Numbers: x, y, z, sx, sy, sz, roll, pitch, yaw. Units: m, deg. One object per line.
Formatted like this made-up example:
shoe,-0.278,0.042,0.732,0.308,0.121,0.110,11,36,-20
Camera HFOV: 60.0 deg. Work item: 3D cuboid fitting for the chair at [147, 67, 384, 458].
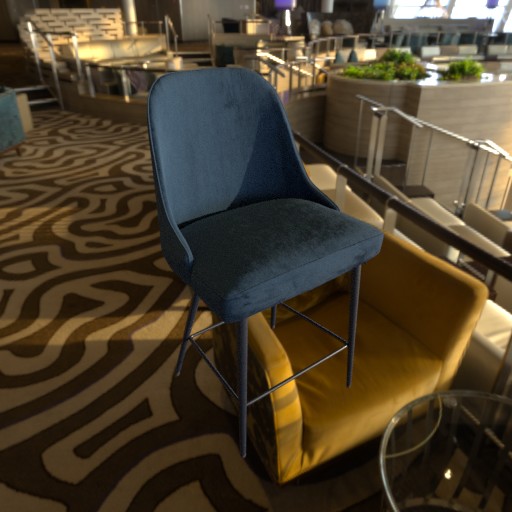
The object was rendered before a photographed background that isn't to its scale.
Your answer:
chair,0.000,0.000,1.240,0.526,0.927,0.489,-20,35,-32
